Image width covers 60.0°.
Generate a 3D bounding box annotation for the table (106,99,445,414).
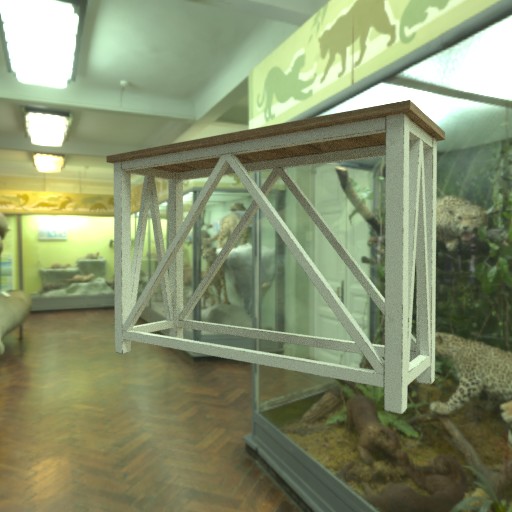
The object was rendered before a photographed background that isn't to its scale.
[{"bbox_3d":[0.000,0.000,1.873,1.400,0.930,0.450,1,2,35],"label":"table"}]
